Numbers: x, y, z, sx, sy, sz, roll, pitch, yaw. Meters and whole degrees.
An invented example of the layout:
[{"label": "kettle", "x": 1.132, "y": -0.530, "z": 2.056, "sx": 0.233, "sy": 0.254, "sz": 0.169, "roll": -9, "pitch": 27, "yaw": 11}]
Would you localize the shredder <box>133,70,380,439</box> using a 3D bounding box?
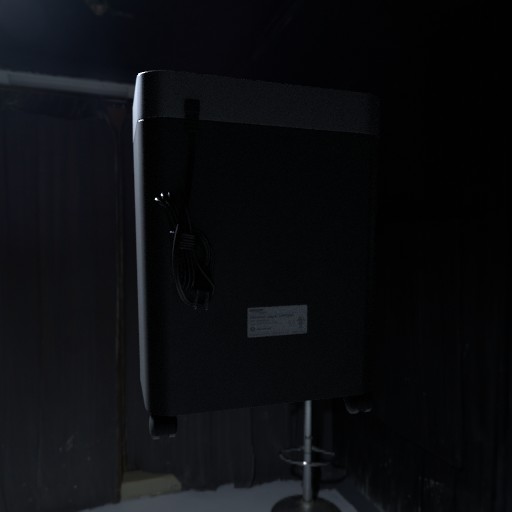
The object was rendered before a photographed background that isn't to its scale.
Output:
[{"label": "shredder", "x": 0.000, "y": 0.000, "z": 0.597, "sx": 0.311, "sy": 0.419, "sz": 0.237, "roll": -1, "pitch": 2, "yaw": -17}]
